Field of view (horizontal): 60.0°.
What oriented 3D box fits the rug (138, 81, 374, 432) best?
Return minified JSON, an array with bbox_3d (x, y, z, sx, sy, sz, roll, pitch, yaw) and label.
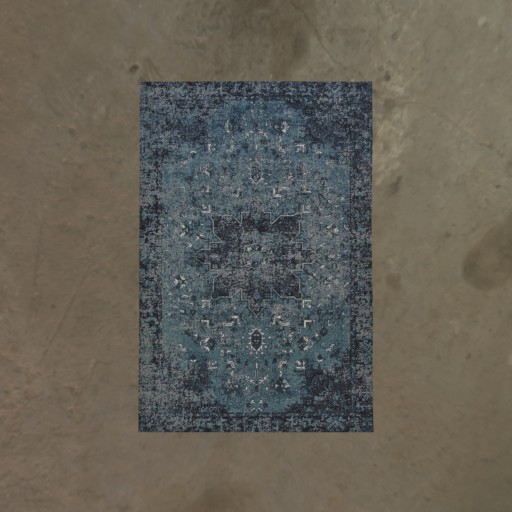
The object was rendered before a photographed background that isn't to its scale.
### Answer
[{"bbox_3d":[0.000,0.000,2.309,1.219,0.005,1.828,0,89,0],"label":"rug"}]
